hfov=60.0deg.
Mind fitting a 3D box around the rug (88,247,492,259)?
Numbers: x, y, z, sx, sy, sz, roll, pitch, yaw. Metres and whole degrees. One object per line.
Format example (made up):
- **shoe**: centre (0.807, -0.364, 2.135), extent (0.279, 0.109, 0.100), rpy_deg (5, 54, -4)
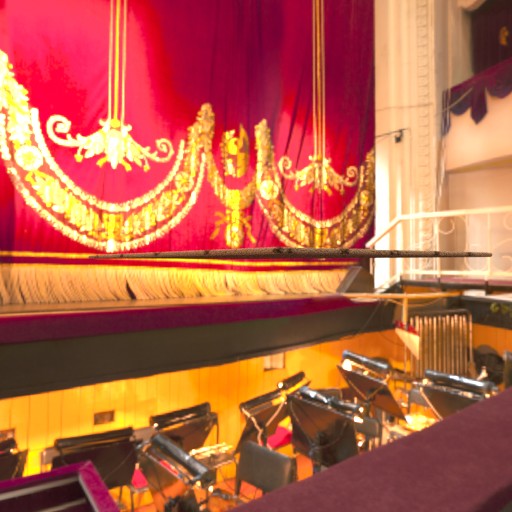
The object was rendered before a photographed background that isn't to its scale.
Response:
- **rug**: centre (0.000, 0.000, 3.428), extent (1.778, 0.030, 2.743), rpy_deg (1, -1, -36)
